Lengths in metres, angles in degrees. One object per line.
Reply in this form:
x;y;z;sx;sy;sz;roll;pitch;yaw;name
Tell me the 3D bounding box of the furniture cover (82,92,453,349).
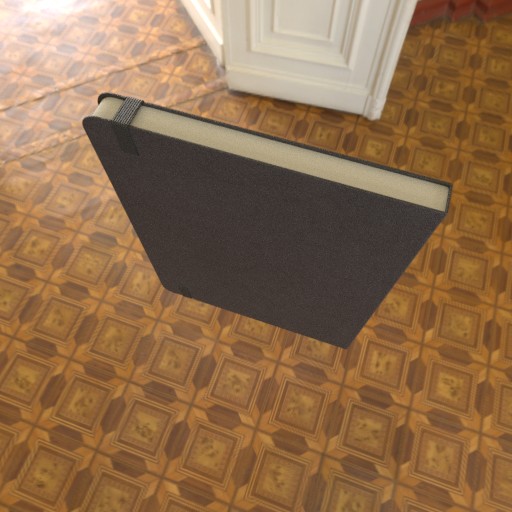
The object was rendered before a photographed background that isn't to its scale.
0.000;0.000;0.374;0.216;0.281;0.023;17;65;8;furniture cover
